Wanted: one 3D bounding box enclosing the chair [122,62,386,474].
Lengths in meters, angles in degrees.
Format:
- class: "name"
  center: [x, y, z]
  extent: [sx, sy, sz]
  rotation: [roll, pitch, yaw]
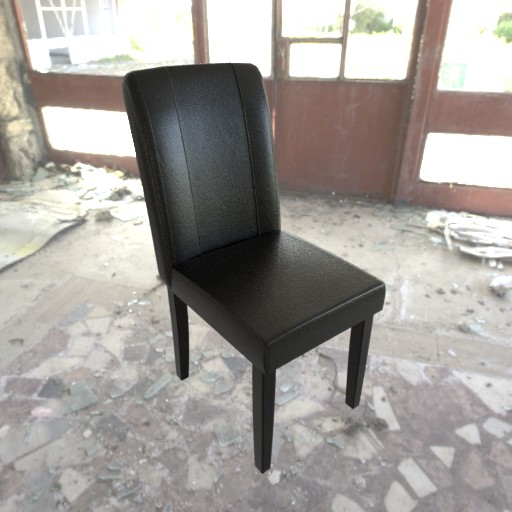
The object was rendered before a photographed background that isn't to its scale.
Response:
- class: "chair"
  center: [0.000, 0.000, 1.168]
  extent: [0.399, 0.897, 0.556]
  rotation: [-20, 34, -33]
